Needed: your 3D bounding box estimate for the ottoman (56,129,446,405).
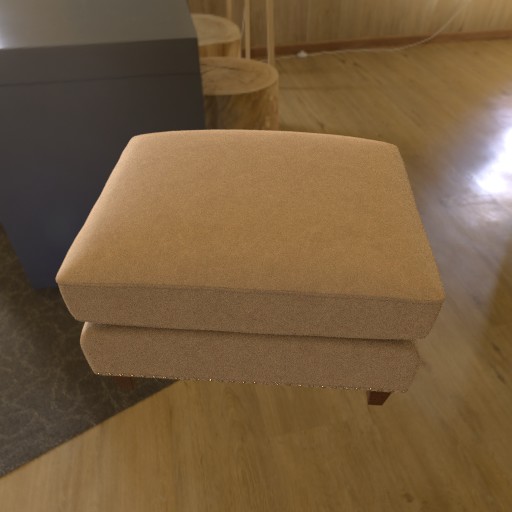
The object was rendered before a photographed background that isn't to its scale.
[{"bbox_3d":[0.000,0.000,1.141,0.741,0.513,0.584,3,44,3],"label":"ottoman"}]
